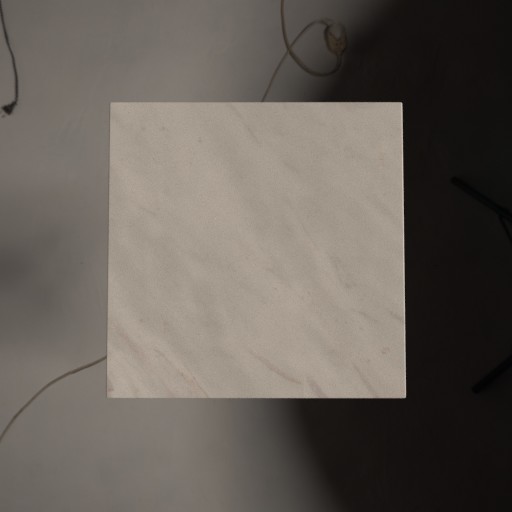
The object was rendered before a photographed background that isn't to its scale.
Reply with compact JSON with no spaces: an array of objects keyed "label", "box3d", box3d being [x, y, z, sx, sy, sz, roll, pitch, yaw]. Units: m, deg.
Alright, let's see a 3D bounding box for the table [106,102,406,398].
[{"label":"table","box3d":[0.000,0.000,0.884,0.455,0.559,0.455,0,88,0]}]
